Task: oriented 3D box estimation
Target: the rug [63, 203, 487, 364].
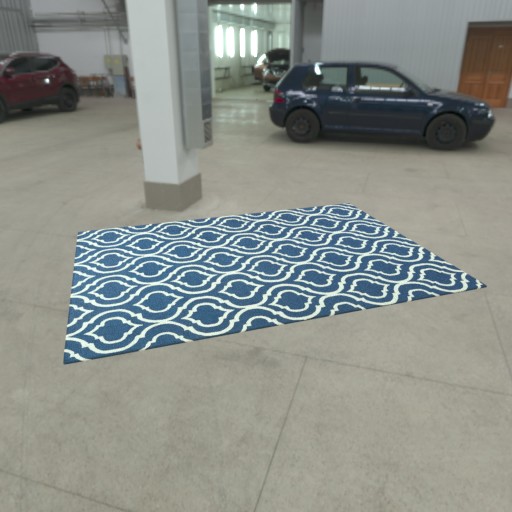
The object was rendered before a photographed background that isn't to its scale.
[{"bbox_3d":[0.000,0.000,2.749,2.134,0.010,1.524,-8,26,-16],"label":"rug"}]
